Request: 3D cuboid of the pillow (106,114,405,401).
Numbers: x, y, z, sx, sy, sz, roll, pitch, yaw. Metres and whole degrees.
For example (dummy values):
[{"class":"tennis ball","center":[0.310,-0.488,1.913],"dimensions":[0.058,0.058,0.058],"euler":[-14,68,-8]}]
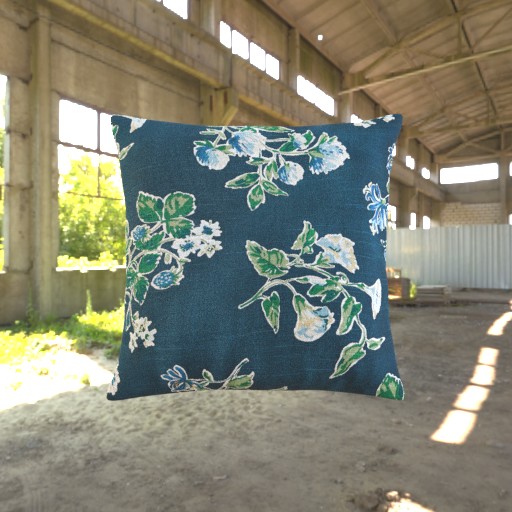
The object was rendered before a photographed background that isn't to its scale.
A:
[{"class":"pillow","center":[0.000,0.000,0.787],"dimensions":[0.525,0.508,0.166],"euler":[0,-1,0]}]
